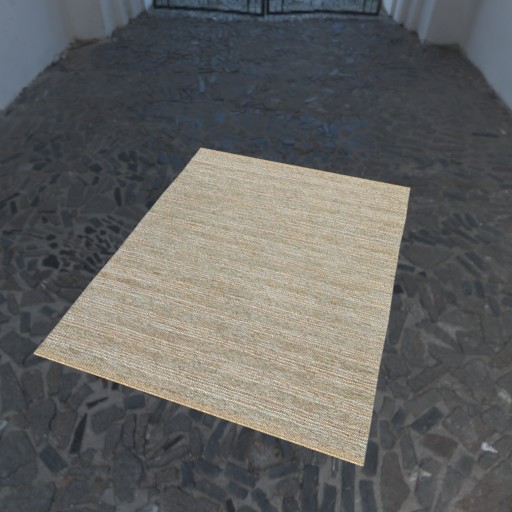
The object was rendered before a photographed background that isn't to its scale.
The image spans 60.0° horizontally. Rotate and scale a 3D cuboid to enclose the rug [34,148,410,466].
[{"bbox_3d":[0.000,0.000,4.033,2.471,0.012,3.034,14,47,13],"label":"rug"}]
